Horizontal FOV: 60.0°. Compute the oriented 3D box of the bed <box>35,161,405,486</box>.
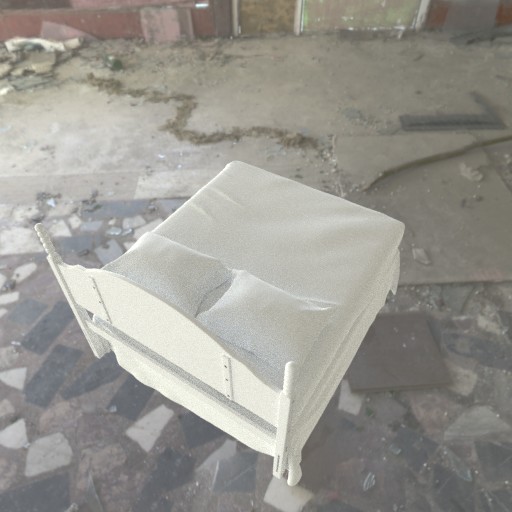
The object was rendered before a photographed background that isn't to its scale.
[{"bbox_3d":[0.000,0.000,3.203,1.873,1.356,2.040,25,51,22],"label":"bed"}]
